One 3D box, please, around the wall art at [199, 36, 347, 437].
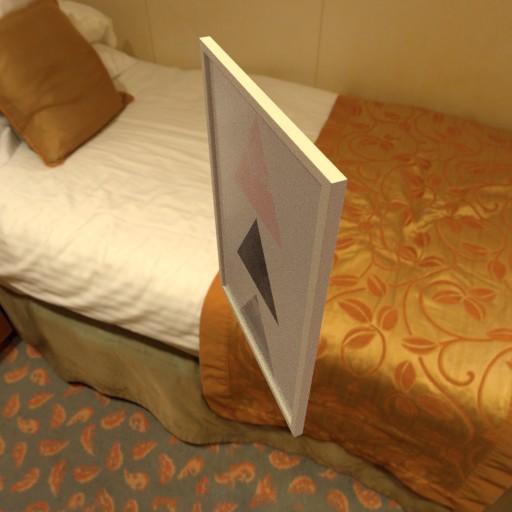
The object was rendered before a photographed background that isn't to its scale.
[{"bbox_3d":[0.000,0.000,0.565,0.013,0.433,0.303,-17,48,-16],"label":"wall art"}]
